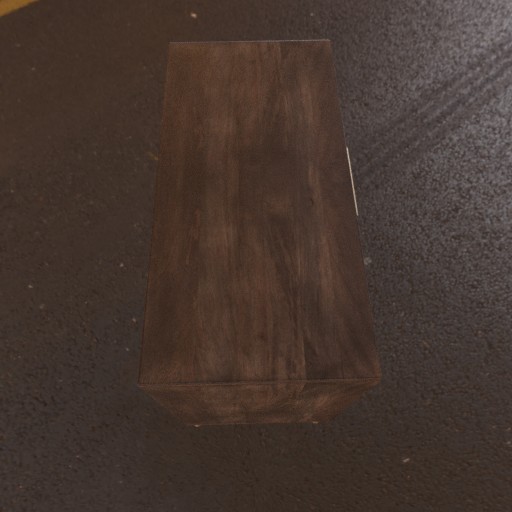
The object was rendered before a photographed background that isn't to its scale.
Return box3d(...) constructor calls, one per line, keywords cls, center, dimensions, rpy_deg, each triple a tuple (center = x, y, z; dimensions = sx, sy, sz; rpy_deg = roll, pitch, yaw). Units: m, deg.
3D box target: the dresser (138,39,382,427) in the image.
box3d(cls="dresser", center=(0.000, 0.000, 1.369), dimensions=(0.453, 0.801, 0.923), rpy_deg=(-1, 63, -1))
